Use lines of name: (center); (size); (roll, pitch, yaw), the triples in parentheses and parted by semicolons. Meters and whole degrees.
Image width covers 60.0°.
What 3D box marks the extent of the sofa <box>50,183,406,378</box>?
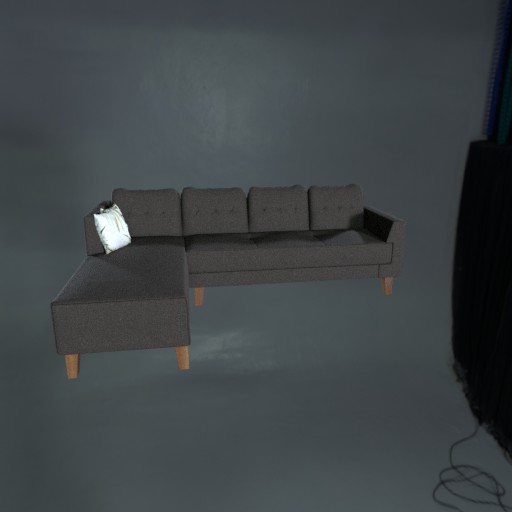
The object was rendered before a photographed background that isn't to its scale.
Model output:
sofa: (0.000, 0.000, 3.583); (2.679, 0.932, 1.829); (-3, 16, -9)
